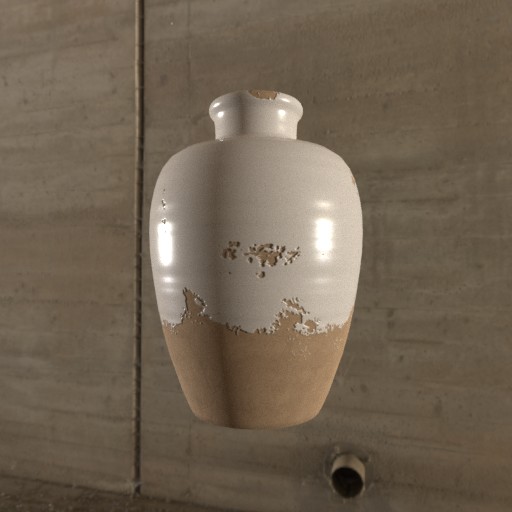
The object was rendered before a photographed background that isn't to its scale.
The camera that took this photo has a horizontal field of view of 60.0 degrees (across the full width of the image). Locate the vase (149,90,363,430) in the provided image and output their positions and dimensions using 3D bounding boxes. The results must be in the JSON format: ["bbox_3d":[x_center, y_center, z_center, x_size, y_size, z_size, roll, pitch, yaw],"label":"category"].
[{"bbox_3d":[0.000,0.000,0.337,0.158,0.228,0.158,0,-1,0],"label":"vase"}]
